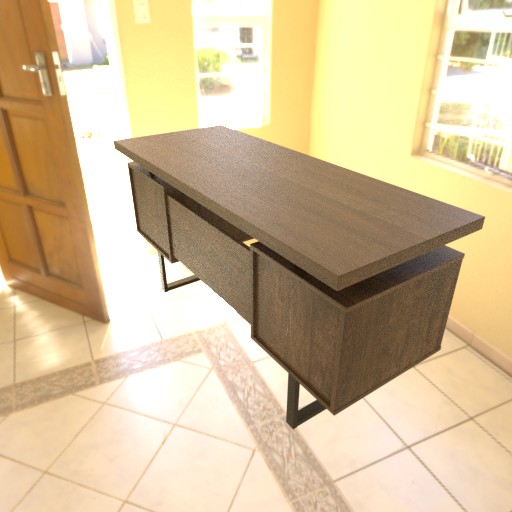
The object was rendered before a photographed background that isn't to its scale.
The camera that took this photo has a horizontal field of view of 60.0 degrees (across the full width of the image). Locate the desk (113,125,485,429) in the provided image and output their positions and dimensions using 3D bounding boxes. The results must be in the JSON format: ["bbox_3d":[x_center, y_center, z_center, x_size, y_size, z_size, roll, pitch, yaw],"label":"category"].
[{"bbox_3d":[0.000,0.000,1.896,0.600,0.760,1.524,-18,34,-30],"label":"desk"}]
